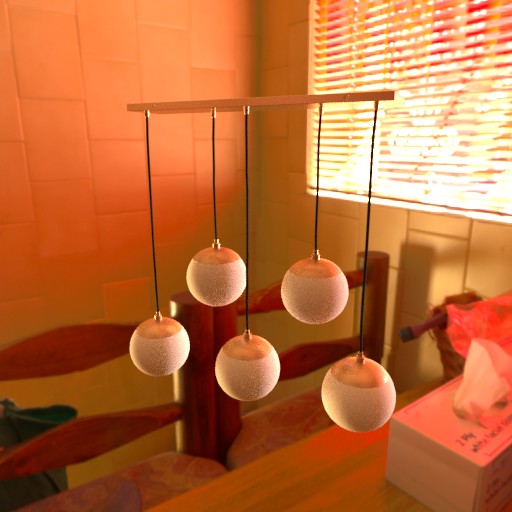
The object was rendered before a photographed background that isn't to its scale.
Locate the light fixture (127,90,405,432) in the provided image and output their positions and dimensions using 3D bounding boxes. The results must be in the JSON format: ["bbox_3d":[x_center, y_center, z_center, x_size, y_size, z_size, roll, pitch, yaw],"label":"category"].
[{"bbox_3d":[0.000,0.000,1.309,0.863,0.869,0.299,7,16,25],"label":"light fixture"}]
